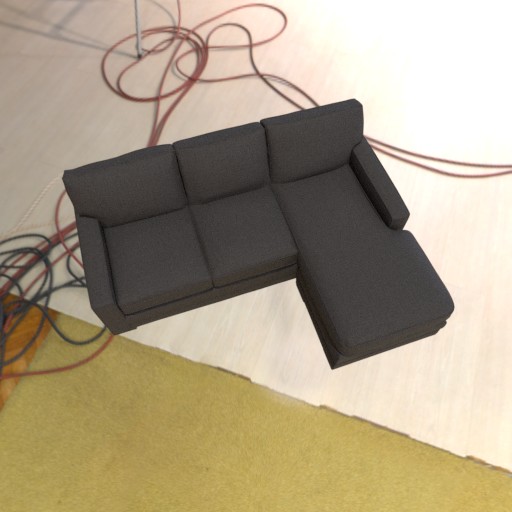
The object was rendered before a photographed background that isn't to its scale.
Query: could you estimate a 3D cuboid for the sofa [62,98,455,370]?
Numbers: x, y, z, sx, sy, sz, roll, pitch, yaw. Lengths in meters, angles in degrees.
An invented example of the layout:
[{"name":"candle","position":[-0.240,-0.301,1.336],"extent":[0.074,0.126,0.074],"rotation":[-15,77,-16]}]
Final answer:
[{"name":"sofa","position":[0.000,0.000,3.243],"extent":[2.370,0.973,1.790],"rotation":[-16,63,-9]}]
